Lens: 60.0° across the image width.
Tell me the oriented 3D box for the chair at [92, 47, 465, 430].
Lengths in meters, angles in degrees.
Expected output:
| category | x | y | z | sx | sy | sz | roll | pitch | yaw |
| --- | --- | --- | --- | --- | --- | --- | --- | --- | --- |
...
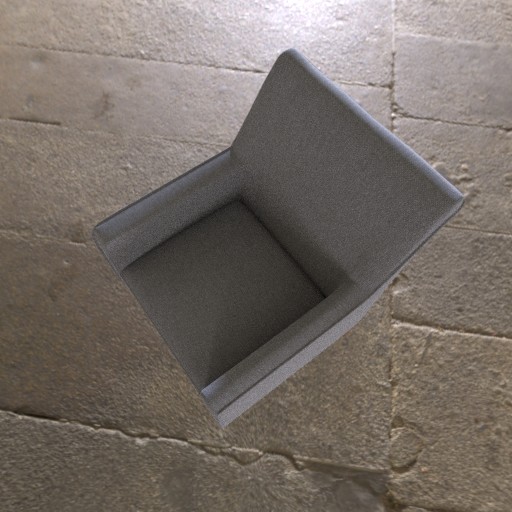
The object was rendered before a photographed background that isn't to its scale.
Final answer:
| category | x | y | z | sx | sy | sz | roll | pitch | yaw |
| --- | --- | --- | --- | --- | --- | --- | --- | --- | --- |
| chair | 0.000 | 0.000 | 1.621 | 0.899 | 0.919 | 0.780 | -34 | 68 | -15 |
